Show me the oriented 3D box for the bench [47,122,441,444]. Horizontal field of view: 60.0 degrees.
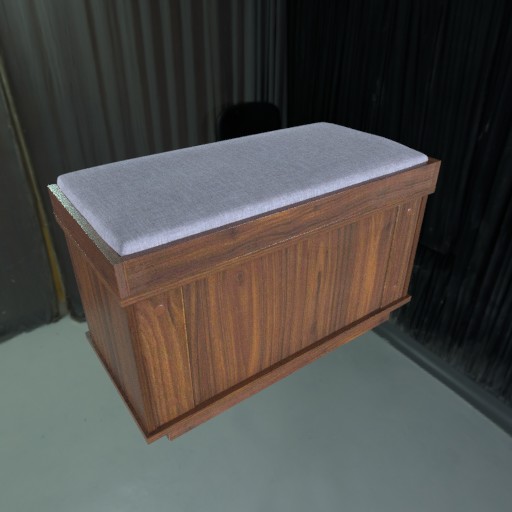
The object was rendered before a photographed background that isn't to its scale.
[{"bbox_3d":[0.000,0.000,1.011,0.734,0.461,0.362,-20,36,-30],"label":"bench"}]
